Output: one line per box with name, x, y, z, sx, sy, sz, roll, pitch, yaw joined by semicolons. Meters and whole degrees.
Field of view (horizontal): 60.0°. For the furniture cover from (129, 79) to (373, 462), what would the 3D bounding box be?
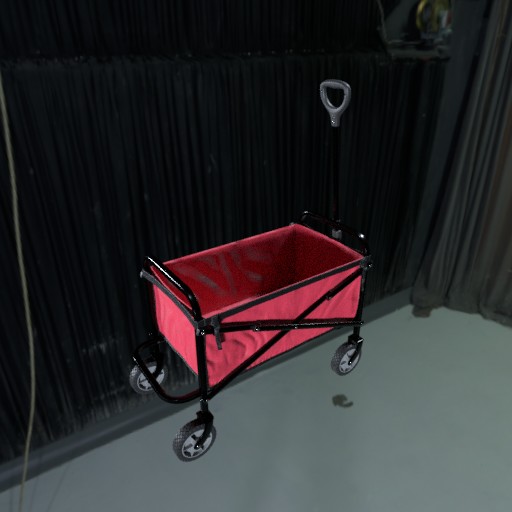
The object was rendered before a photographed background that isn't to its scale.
furniture cover;0.000;0.000;1.799;1.038;1.295;0.532;-18;32;-31
